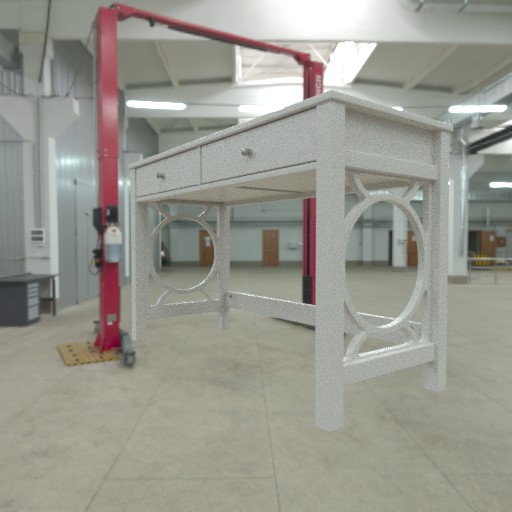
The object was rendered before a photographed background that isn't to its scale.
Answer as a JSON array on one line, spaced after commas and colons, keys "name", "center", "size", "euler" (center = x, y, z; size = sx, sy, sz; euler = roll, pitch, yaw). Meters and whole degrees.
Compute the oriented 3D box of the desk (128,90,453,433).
[{"name": "desk", "center": [0.000, 0.000, 1.591], "size": [0.504, 0.762, 1.191], "euler": [-1, 2, -37]}]
